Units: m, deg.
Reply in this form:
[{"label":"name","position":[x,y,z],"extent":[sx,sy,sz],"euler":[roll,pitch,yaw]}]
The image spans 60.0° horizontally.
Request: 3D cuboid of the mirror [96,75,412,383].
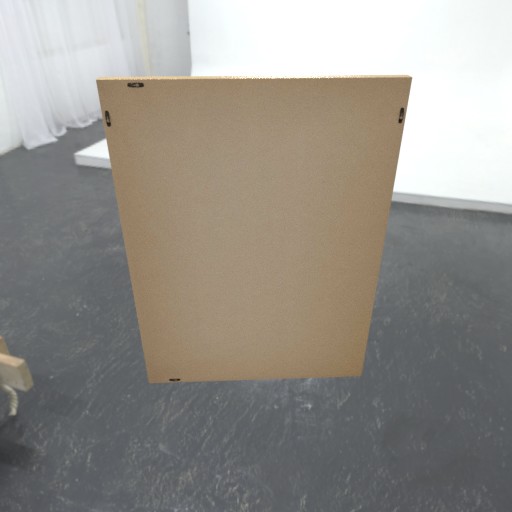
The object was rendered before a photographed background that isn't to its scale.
[{"label":"mirror","position":[0.000,0.000,1.341],"extent":[0.762,1.016,0.041],"euler":[-1,31,-2]}]
